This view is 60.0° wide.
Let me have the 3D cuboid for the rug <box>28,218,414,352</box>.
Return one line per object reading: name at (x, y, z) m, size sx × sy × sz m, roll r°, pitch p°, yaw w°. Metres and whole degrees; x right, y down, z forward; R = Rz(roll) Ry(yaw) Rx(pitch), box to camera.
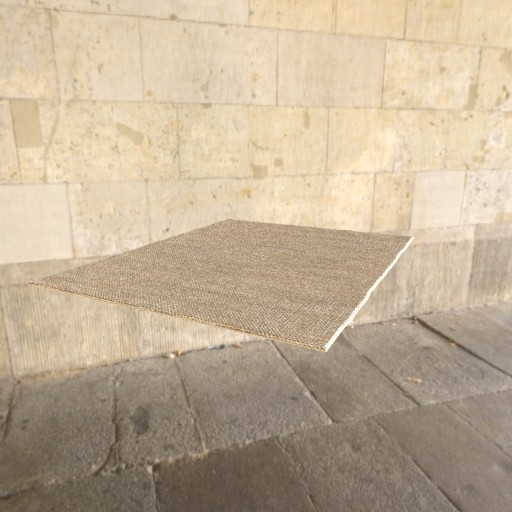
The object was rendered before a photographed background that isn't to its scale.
rug at (0.000, 0.000, 4.211) m, size 2.429 × 0.030 × 3.052 m, roll 8°, pitch 17°, yaw 26°
